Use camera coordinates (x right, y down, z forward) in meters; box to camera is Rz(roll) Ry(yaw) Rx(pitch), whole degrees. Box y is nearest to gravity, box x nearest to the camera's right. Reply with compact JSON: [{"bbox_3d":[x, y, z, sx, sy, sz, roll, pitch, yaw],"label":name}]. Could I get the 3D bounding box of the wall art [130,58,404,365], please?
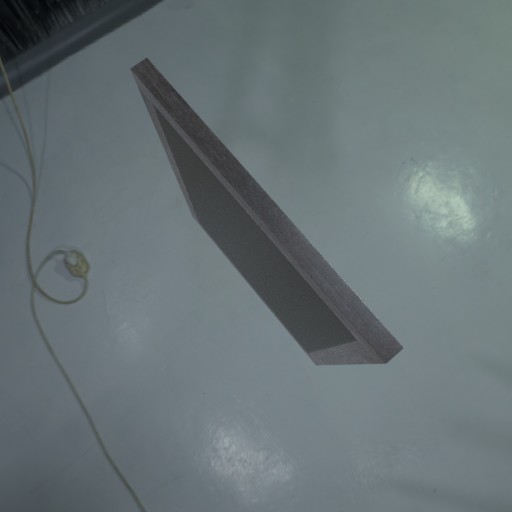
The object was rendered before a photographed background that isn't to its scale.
[{"bbox_3d":[0.000,0.000,0.810,0.027,0.580,0.479,-39,79,-9],"label":"wall art"}]
